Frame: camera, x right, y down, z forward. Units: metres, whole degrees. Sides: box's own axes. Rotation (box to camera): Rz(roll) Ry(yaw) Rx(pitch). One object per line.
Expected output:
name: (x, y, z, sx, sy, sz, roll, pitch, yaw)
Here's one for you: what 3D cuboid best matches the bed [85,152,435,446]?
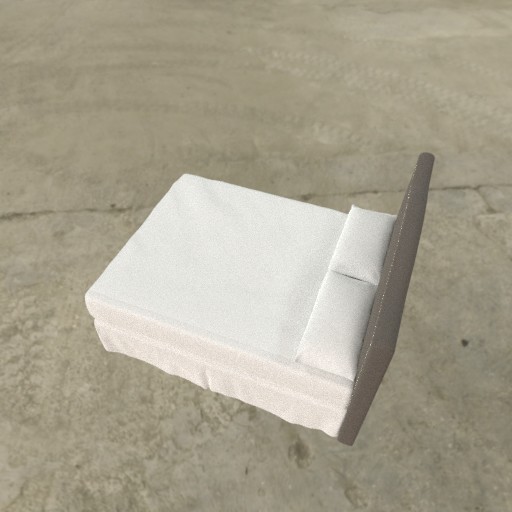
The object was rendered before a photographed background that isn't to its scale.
bed: (0.000, 0.000, 3.231, 2.036, 1.387, 1.666, 16, 50, 14)
